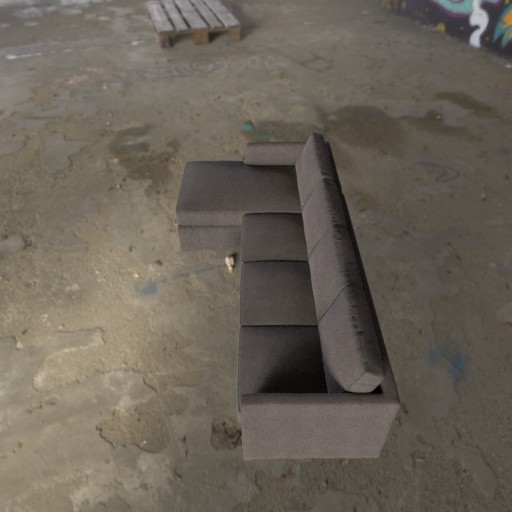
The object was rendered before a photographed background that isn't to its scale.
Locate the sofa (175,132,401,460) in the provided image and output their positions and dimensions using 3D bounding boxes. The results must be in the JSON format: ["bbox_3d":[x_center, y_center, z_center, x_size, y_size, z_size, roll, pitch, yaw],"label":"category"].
[{"bbox_3d":[0.000,0.000,3.894,1.650,0.922,3.205,0,42,0],"label":"sofa"}]
